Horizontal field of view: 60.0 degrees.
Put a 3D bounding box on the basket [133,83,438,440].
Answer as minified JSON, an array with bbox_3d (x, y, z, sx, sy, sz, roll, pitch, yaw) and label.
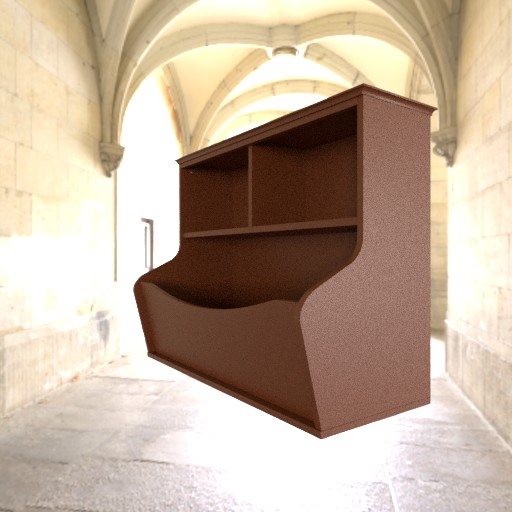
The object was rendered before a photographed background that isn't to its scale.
[{"bbox_3d":[0.000,0.000,1.148,0.376,0.625,0.792,0,0,-36],"label":"basket"}]
